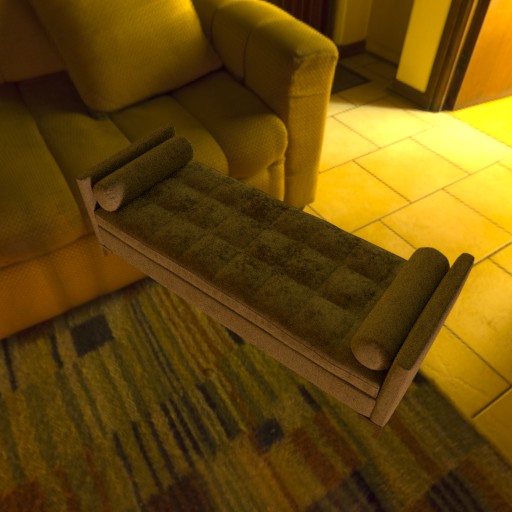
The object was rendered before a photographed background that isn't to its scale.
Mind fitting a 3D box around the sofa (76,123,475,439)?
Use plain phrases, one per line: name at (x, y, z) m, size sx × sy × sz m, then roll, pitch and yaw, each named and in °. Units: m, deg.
sofa at (0.000, 0.000, 2.581) m, size 2.102 × 0.657 × 0.797 m, roll 29°, pitch 53°, yaw 25°
